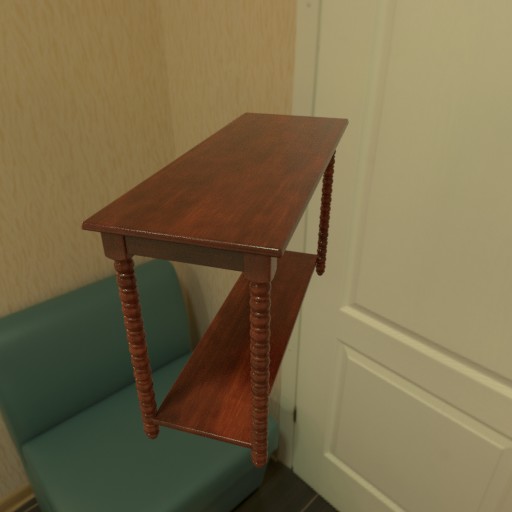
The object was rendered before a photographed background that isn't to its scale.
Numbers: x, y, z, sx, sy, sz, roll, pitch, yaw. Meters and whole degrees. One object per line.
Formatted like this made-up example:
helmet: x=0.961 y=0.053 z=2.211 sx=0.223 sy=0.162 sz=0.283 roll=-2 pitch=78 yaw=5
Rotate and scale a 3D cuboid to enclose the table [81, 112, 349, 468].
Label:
table: x=0.000 y=0.000 z=1.579 sx=0.459 sy=0.740 sz=1.184 roll=8 pitch=31 yaw=14
